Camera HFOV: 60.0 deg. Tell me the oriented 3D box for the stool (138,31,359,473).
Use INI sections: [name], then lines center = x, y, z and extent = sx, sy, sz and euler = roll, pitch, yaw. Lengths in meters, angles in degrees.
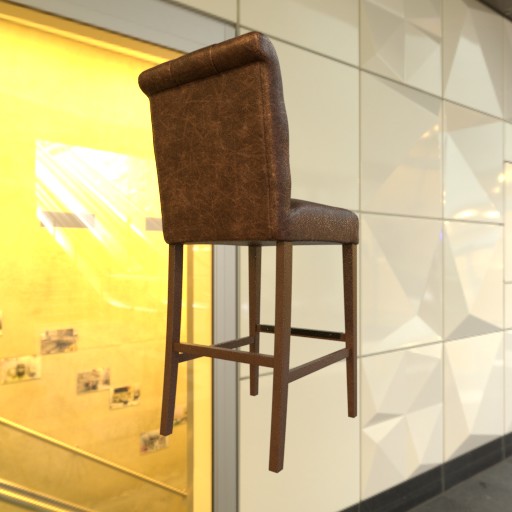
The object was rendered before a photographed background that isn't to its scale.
[stool]
center = 0.000, 0.000, 1.504
extent = 0.483, 1.168, 0.659
euler = 0, 0, 35
